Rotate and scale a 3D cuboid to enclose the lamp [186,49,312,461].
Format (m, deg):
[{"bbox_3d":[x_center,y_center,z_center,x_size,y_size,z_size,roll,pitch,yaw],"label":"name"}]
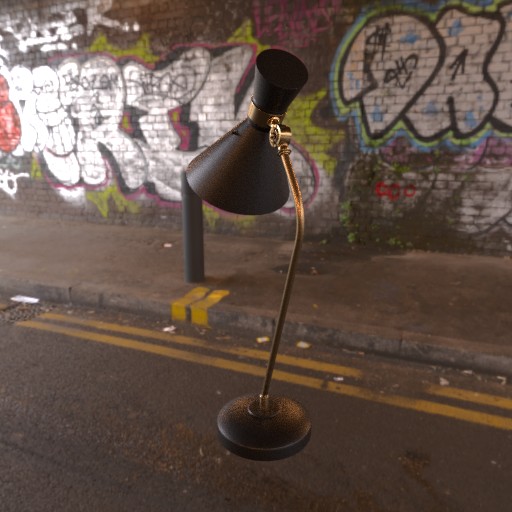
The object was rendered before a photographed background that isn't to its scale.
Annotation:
[{"bbox_3d":[0.000,0.000,0.769,0.189,0.647,0.292,-7,16,-26],"label":"lamp"}]
